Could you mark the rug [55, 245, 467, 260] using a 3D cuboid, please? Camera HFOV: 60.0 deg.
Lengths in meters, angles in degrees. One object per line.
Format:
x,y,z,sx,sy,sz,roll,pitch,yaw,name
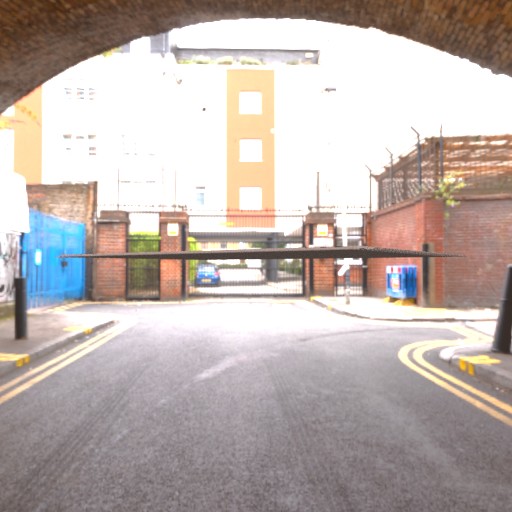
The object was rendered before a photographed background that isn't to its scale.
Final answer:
0.000,0.000,2.359,1.847,0.014,1.230,-1,-2,37,rug
